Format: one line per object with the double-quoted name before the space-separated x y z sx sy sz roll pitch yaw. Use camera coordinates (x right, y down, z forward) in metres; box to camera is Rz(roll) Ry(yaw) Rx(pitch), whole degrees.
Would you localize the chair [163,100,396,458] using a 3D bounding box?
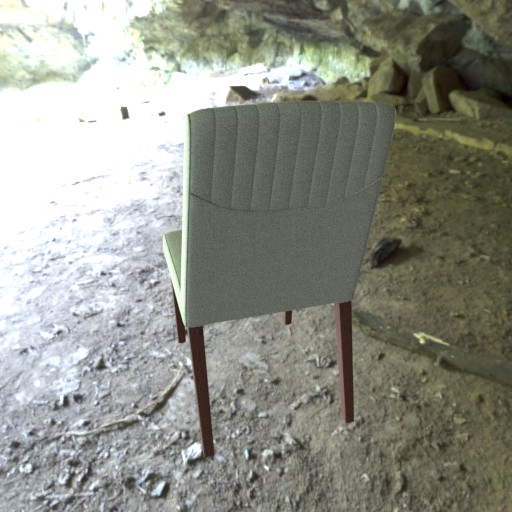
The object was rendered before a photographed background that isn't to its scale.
"chair" 0.000 0.000 1.263 0.480 0.900 0.594 -7 27 -15
